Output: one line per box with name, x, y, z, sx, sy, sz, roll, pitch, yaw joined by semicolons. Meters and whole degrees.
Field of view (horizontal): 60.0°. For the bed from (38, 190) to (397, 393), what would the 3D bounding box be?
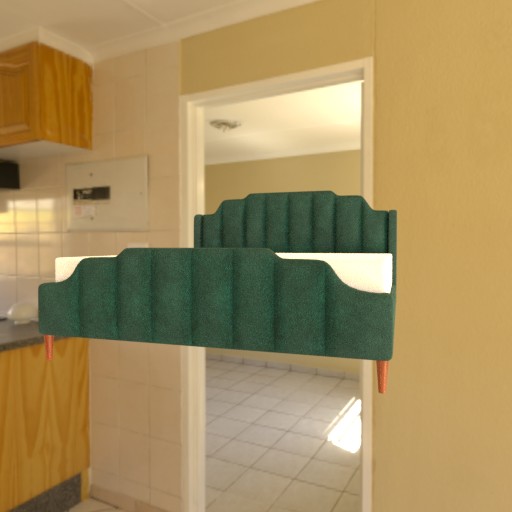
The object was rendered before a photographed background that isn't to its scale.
bed;0.000;0.000;3.450;2.074;1.245;2.340;0;1;18
